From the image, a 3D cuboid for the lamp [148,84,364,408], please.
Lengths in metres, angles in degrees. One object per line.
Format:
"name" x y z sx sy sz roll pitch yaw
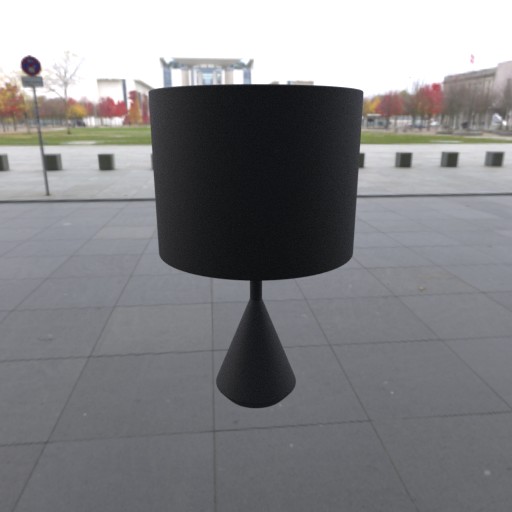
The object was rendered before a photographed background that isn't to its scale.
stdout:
"lamp" 0.000 0.000 0.842 0.359 0.584 0.359 3 17 9
